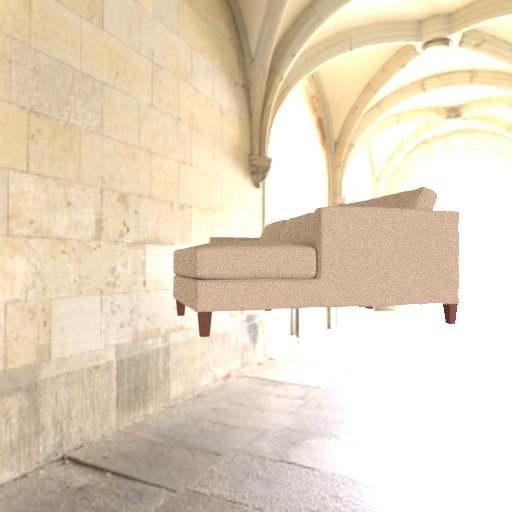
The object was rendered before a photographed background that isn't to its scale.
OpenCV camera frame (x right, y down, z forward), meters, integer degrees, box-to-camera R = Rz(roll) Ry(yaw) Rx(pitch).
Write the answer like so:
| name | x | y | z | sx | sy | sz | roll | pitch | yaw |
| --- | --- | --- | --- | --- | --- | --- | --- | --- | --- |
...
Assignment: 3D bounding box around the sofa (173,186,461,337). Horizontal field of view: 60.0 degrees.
| name | x | y | z | sx | sy | sz | roll | pitch | yaw |
| --- | --- | --- | --- | --- | --- | --- | --- | --- | --- |
| sofa | 0.000 | 0.000 | 3.938 | 1.625 | 0.861 | 3.186 | 0 | -1 | -17 |
